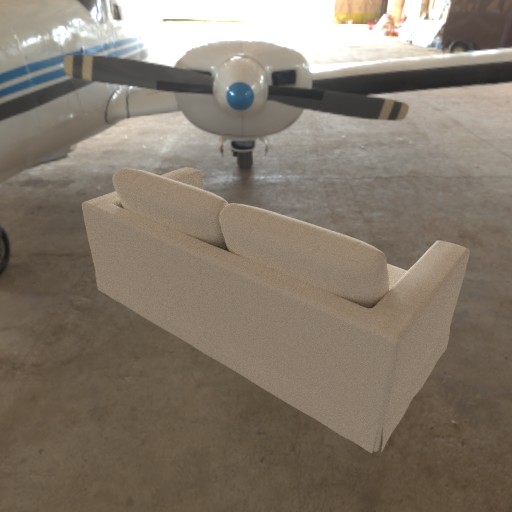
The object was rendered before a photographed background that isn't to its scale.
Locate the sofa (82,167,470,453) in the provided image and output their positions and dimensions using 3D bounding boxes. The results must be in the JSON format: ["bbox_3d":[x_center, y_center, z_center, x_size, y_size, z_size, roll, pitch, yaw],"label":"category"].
[{"bbox_3d":[0.000,0.000,2.675,2.163,0.881,0.954,22,36,33],"label":"sofa"}]
